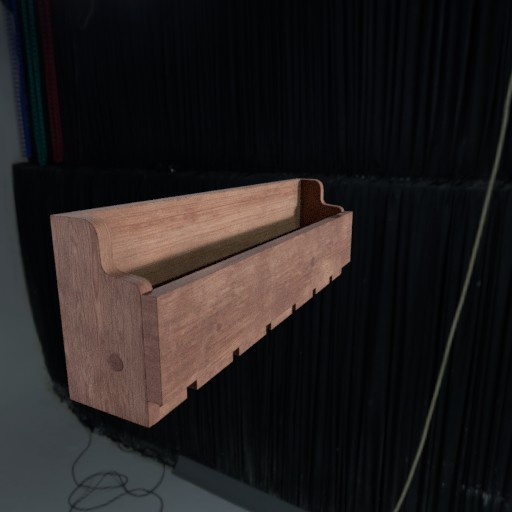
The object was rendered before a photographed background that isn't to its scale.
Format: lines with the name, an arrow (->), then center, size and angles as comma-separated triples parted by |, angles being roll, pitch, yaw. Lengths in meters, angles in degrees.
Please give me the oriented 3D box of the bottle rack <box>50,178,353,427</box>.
bottle rack -> 0.000, 0.000, 0.680 | 0.126, 0.196, 0.608 | 7, 15, 27
